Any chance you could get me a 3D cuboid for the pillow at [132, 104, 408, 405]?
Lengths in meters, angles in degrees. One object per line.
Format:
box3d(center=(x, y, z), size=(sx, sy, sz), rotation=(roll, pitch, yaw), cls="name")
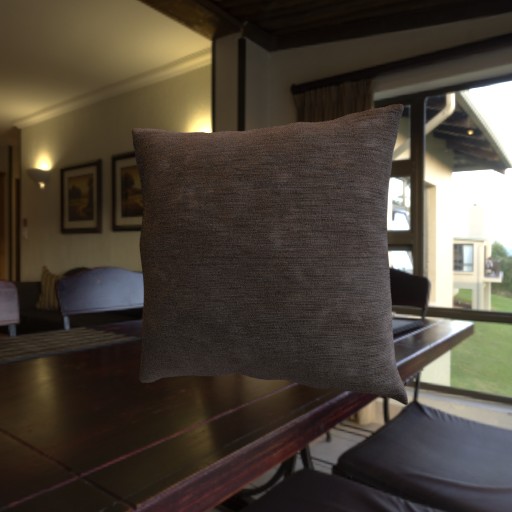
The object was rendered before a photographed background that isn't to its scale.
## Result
box3d(center=(0.000, 0.000, 0.694), size=(0.452, 0.439, 0.204), rotation=(0, 1, 18), cls="pillow")
